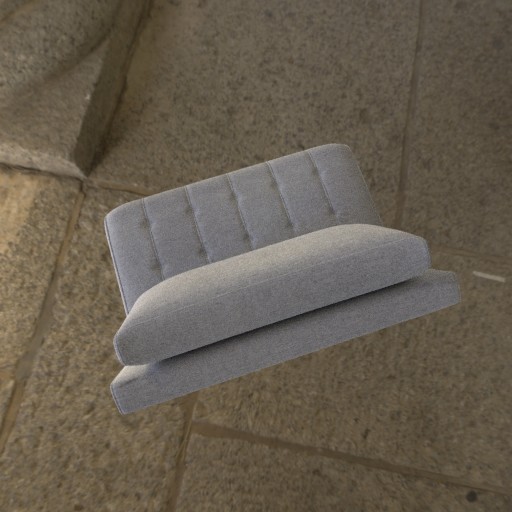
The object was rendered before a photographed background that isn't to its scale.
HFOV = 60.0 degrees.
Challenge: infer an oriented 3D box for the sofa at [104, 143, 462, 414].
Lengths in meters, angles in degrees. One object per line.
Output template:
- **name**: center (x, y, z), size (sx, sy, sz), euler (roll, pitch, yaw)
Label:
- **sofa**: center (0.000, 0.000, 1.896), size (1.220, 0.910, 0.910), euler (-17, 76, -5)
